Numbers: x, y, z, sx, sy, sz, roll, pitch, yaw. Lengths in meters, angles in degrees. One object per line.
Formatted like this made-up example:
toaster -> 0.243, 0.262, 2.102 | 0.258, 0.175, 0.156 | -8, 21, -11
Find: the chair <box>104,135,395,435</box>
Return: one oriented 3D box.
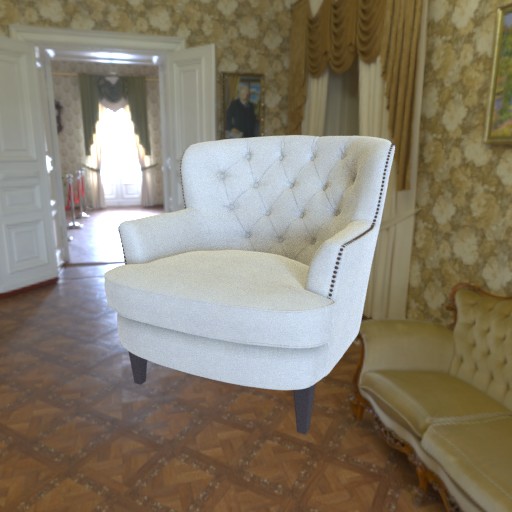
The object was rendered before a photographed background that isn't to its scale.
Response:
chair -> 0.000, 0.000, 1.596 | 0.848, 0.868, 0.906 | 7, 15, 26
